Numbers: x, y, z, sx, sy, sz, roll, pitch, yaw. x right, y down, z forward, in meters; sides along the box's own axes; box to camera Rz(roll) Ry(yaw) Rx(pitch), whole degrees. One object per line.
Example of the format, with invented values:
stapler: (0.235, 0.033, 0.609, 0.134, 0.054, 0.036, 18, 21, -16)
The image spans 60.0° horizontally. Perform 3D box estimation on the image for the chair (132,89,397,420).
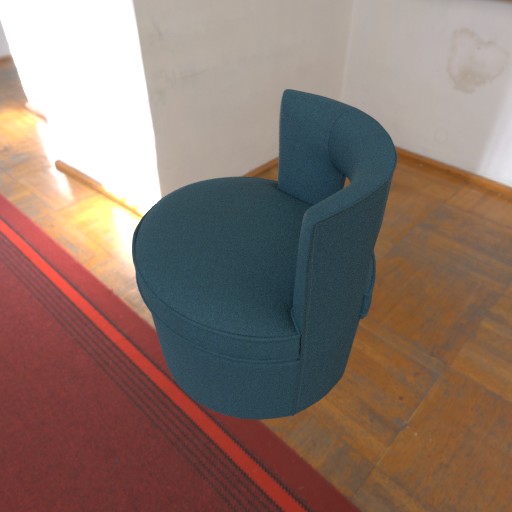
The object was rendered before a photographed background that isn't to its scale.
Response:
chair: (0.000, 0.000, 1.242, 0.660, 0.711, 0.684, -1, 41, -1)
